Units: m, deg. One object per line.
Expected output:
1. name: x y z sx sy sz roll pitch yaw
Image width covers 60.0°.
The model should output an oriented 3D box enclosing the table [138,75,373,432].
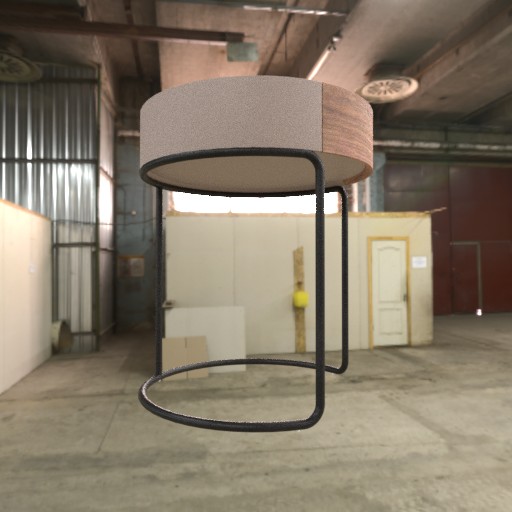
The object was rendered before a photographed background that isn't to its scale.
1. table: 0.000 0.000 0.877 0.450 0.530 0.450 0 -1 0
